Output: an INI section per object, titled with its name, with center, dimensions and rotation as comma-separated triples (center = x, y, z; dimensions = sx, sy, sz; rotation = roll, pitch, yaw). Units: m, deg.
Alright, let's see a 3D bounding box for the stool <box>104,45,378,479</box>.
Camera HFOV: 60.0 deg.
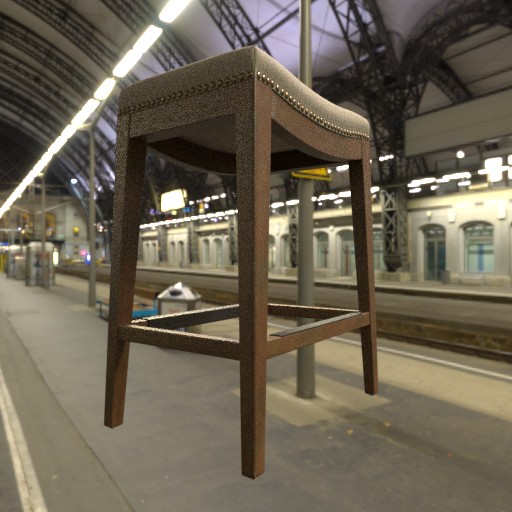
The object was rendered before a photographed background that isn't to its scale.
[stool]
center = 0.000, 0.000, 0.952
dimensions = 0.356, 0.660, 0.508
rotation = 0, 0, 35
